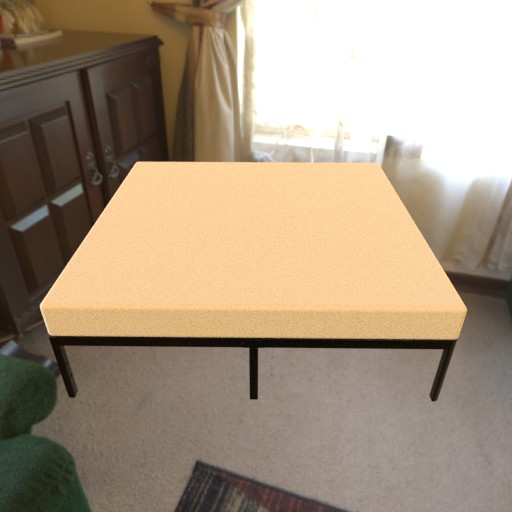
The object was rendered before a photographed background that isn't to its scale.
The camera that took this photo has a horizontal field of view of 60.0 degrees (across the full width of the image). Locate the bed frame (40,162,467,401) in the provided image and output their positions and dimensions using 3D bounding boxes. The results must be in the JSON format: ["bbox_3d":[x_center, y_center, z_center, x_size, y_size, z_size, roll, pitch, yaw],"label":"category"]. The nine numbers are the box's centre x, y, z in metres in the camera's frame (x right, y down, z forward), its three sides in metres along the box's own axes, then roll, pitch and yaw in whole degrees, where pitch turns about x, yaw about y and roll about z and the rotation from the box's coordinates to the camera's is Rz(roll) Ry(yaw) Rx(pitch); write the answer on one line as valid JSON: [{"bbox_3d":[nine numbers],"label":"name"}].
[{"bbox_3d":[0.000,0.000,3.111,2.079,0.659,1.963,0,32,1],"label":"bed frame"}]
